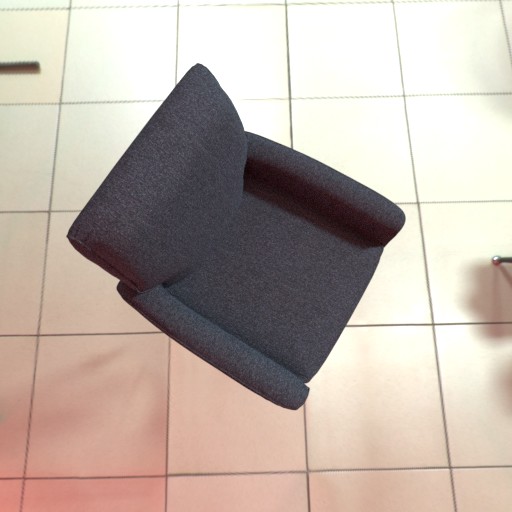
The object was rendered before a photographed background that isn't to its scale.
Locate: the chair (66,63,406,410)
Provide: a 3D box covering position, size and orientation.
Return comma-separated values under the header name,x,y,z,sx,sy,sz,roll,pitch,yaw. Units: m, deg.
name,x,y,z,sx,sy,sz,roll,pitch,yaw
chair,0.000,0.000,1.659,0.850,1.016,0.839,31,78,7
